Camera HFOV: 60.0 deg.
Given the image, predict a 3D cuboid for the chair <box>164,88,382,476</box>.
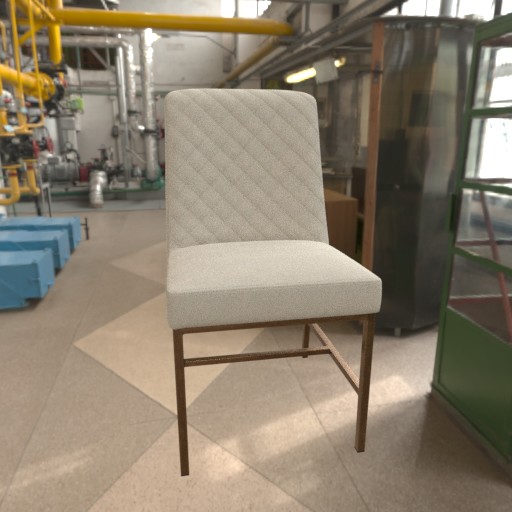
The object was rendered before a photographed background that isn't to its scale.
[{"bbox_3d":[0.000,0.000,1.258,0.503,0.933,0.597,-3,16,-10],"label":"chair"}]
